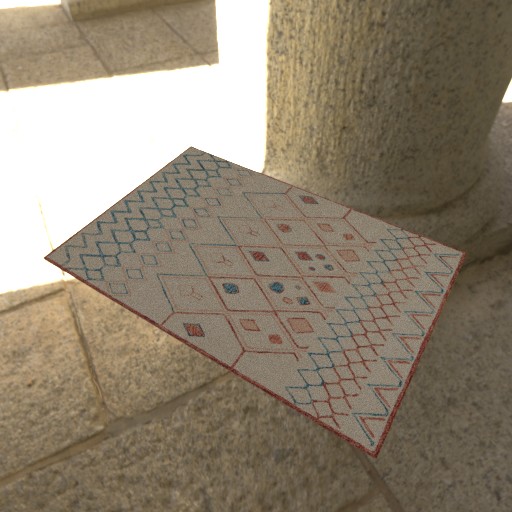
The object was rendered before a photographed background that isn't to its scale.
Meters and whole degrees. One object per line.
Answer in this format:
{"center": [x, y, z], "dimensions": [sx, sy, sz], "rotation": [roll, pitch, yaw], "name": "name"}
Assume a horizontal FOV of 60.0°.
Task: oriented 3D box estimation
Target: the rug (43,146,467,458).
{"center": [0.000, 0.000, 2.297], "dimensions": [1.829, 0.016, 1.219], "rotation": [25, 52, 22], "name": "rug"}
